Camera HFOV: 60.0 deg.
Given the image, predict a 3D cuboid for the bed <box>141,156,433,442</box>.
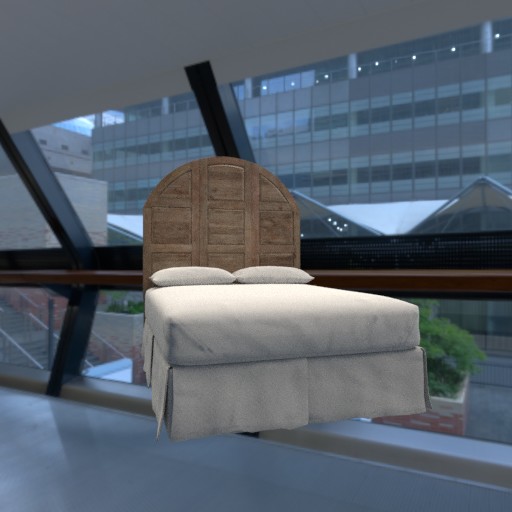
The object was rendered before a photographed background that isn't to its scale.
[{"bbox_3d":[0.000,0.000,3.518,1.713,2.002,2.112,0,0,-17],"label":"bed"}]
